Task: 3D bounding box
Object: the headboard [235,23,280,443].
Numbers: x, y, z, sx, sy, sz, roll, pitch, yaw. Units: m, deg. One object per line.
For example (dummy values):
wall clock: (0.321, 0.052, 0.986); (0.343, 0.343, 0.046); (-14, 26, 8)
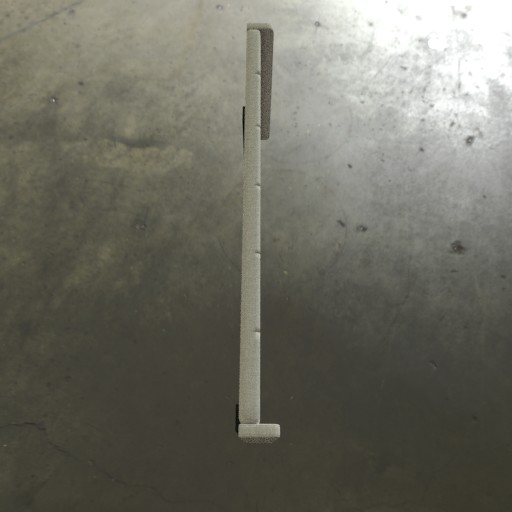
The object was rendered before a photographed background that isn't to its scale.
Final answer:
headboard: (0.000, 0.000, 2.643); (0.184, 1.524, 2.051); (0, 66, 0)
